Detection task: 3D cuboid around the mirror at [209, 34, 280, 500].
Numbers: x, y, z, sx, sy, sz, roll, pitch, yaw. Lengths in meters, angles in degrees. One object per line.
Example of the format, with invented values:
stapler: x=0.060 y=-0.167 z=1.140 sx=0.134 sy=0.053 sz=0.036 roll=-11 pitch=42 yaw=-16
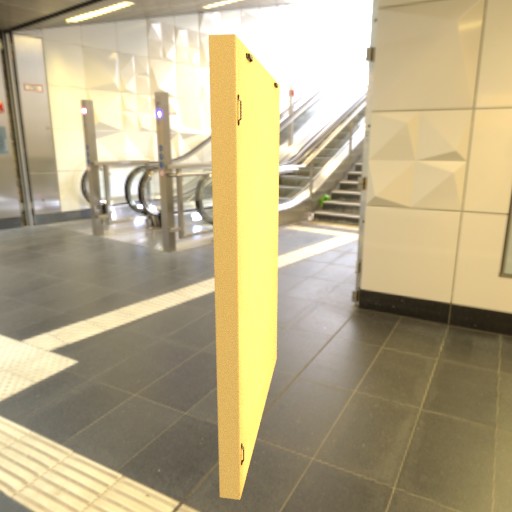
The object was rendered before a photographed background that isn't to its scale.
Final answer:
mirror: x=0.000 y=0.000 z=0.895 sx=0.040 sy=0.710 sz=0.507 roll=2 pitch=14 yaw=9
